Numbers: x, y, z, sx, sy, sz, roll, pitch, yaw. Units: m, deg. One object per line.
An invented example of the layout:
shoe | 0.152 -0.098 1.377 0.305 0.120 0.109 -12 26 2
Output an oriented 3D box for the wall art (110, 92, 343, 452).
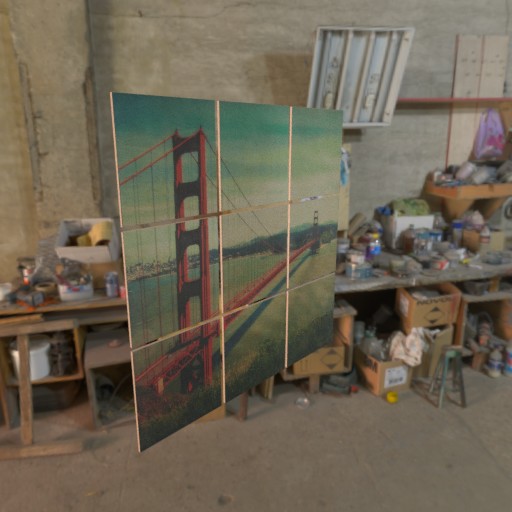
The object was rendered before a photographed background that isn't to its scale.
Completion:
wall art | 0.000 0.000 2.312 0.014 1.507 1.519 13 20 41
